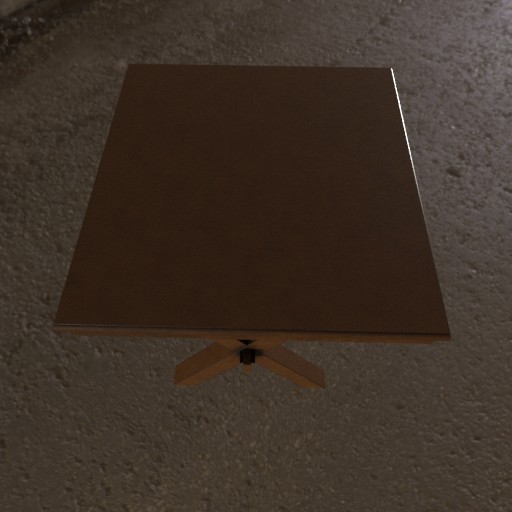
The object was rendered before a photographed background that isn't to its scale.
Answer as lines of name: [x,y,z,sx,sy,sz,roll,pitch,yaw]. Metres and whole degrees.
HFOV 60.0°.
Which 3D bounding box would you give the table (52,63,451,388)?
table: [0.000,0.000,1.013,0.560,0.562,0.602,1,58,1]
